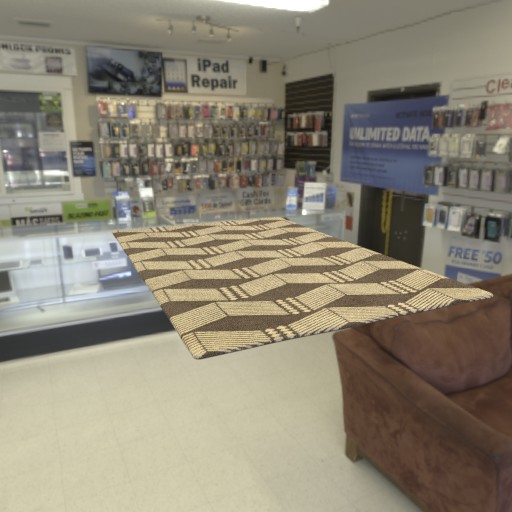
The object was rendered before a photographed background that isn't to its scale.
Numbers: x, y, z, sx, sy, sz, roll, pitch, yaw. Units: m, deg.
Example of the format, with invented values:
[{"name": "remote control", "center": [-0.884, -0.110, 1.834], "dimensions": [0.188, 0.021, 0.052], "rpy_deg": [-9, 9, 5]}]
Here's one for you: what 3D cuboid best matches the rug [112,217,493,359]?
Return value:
[{"name": "rug", "center": [0.000, 0.000, 2.286], "dimensions": [1.210, 0.016, 1.833], "rpy_deg": [-7, 17, -23]}]
